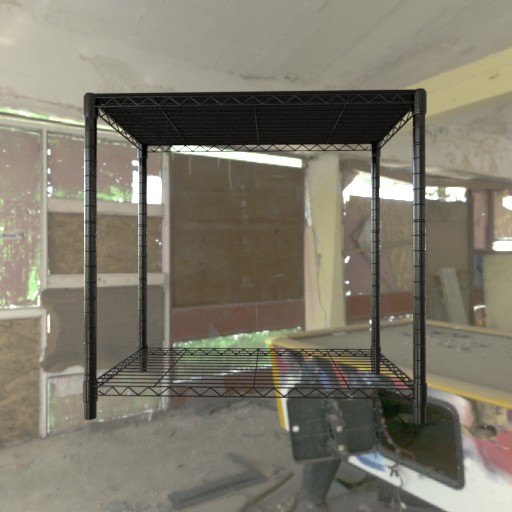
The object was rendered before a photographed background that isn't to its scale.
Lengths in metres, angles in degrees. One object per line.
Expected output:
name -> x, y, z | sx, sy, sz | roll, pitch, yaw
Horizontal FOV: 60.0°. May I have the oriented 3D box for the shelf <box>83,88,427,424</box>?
shelf -> 0.000, 0.000, 0.918 | 0.589, 0.564, 0.338 | 0, 0, 2
